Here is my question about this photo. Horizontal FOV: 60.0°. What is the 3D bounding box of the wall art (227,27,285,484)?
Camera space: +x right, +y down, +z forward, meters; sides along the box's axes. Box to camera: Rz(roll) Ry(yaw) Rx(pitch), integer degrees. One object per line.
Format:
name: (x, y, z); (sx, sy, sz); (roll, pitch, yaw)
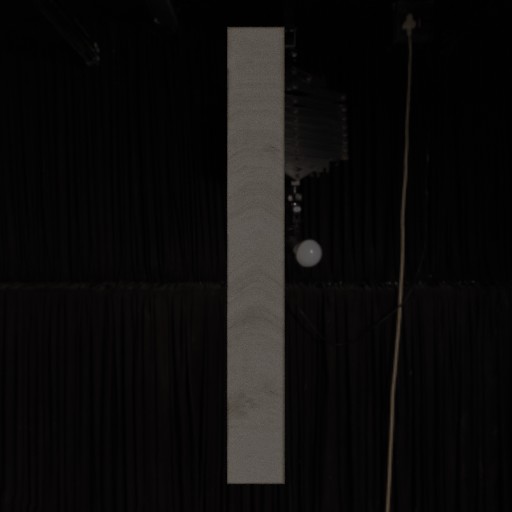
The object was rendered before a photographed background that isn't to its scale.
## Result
wall art: (0.000, 0.000, 0.447); (0.038, 0.303, 0.305); (0, 0, 0)
